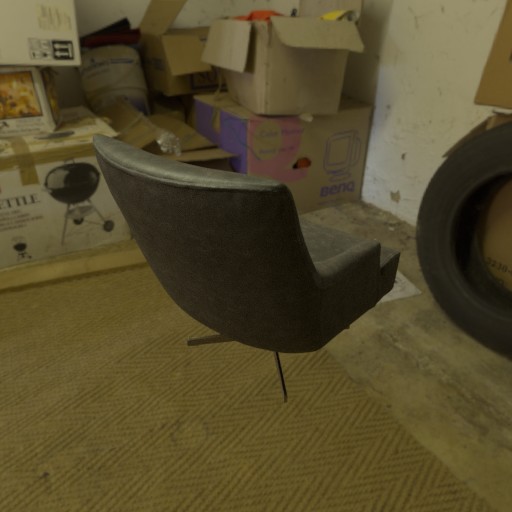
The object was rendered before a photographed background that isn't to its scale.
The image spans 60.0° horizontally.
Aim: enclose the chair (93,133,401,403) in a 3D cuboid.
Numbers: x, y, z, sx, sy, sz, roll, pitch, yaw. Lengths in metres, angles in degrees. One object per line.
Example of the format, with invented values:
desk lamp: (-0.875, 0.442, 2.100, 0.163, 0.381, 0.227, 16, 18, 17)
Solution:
chair: (0.000, 0.000, 1.531, 0.738, 0.870, 0.874, 21, 36, 33)
